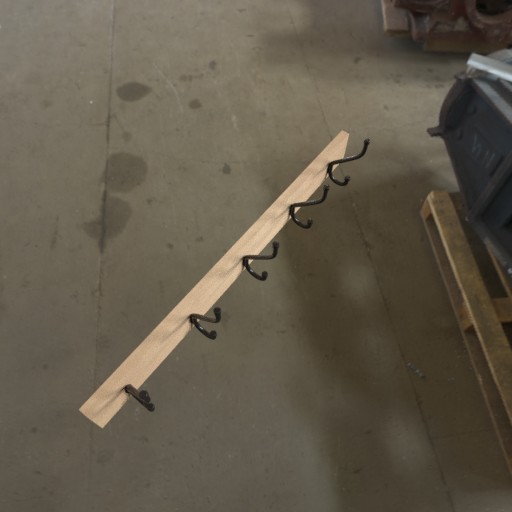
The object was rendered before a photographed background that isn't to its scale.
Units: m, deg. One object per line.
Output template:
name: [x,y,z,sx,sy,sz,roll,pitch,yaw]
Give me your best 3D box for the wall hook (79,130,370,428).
wall hook: [0.000,0.000,0.613,0.071,0.117,0.571,33,63,19]
